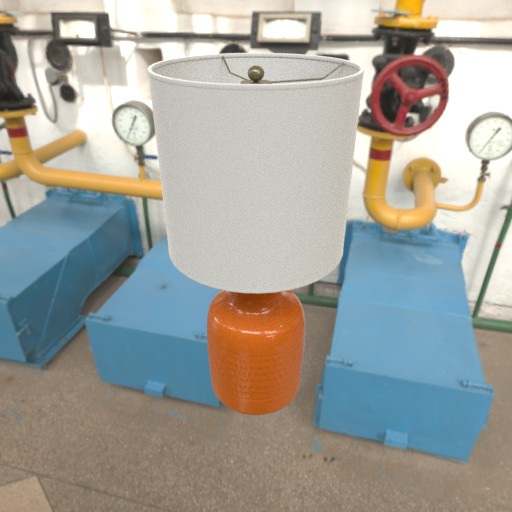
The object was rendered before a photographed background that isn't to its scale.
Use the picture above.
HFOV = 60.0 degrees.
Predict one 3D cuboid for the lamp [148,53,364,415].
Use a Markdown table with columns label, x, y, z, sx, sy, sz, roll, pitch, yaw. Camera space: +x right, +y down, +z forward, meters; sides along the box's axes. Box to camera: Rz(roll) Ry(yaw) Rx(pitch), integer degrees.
| label | x | y | z | sx | sy | sz | roll | pitch | yaw |
| --- | --- | --- | --- | --- | --- | --- | --- | --- | --- |
| lamp | 0.000 | 0.000 | 1.094 | 0.418 | 0.871 | 0.418 | 8 | 32 | 13 |
